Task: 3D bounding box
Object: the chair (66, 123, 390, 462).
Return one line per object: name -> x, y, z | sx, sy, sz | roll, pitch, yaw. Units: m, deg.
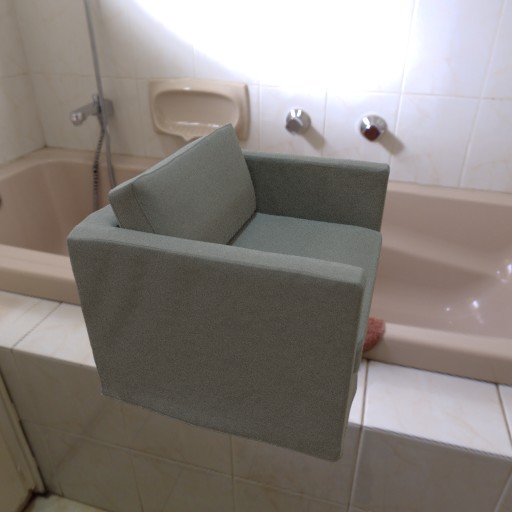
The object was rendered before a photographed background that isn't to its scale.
chair -> 0.000, 0.000, 1.793 | 0.949, 0.863, 1.057 | 9, 31, 16
